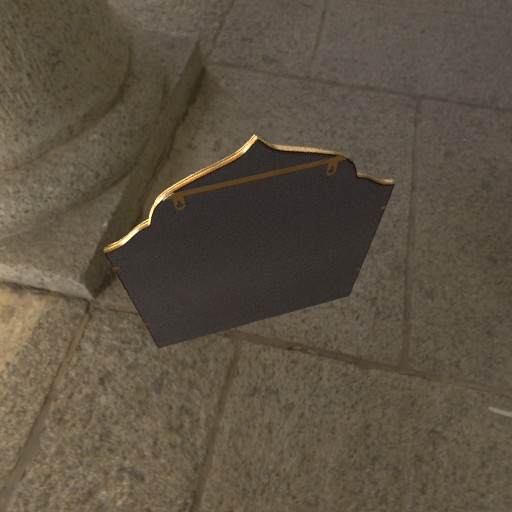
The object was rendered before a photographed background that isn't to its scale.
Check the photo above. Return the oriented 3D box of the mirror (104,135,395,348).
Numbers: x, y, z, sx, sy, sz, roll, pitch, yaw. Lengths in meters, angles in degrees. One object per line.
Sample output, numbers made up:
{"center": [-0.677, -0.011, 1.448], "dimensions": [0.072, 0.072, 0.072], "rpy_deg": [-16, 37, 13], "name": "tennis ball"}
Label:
{"center": [0.000, 0.000, 0.871], "dimensions": [0.513, 0.635, 0.018], "rpy_deg": [-14, 60, -8], "name": "mirror"}
